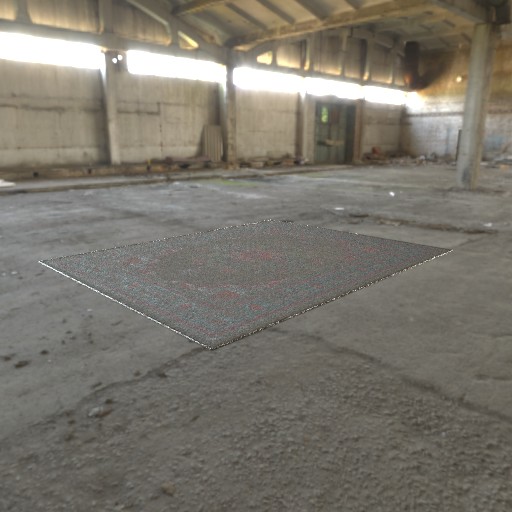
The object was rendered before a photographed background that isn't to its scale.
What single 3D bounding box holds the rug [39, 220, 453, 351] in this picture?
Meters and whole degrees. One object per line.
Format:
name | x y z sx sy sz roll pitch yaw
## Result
rug | 0.000 0.000 4.155 3.057 0.013 2.434 -14 20 -43
